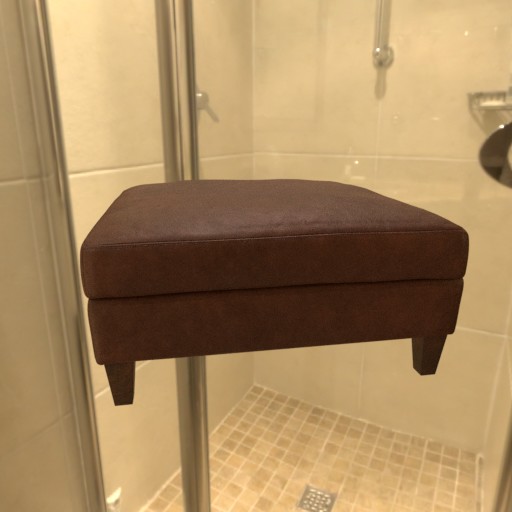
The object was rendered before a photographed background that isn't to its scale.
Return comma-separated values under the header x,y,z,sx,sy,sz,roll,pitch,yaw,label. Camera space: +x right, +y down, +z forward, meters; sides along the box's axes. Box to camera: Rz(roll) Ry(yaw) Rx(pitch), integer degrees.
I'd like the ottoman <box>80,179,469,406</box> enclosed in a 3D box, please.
x,y,z,sx,sy,sz,roll,pitch,yaw,label
0.000,0.000,1.312,0.836,0.415,0.844,-3,16,-9,ottoman
